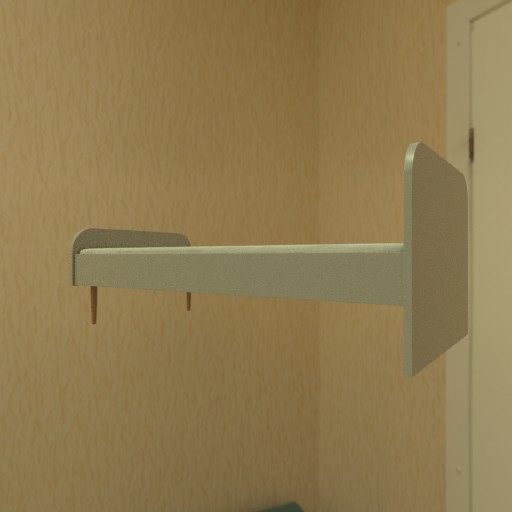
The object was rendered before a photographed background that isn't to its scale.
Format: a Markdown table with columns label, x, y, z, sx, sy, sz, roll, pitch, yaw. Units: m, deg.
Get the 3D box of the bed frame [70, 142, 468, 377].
| label | x | y | z | sx | sy | sz | roll | pitch | yaw |
| --- | --- | --- | --- | --- | --- | --- | --- | --- | --- |
| bed frame | 0.000 | 0.000 | 2.434 | 1.963 | 0.805 | 0.998 | 0 | 0 | 35 |
